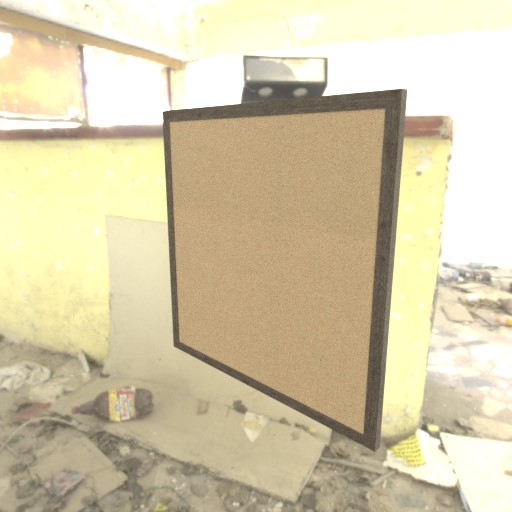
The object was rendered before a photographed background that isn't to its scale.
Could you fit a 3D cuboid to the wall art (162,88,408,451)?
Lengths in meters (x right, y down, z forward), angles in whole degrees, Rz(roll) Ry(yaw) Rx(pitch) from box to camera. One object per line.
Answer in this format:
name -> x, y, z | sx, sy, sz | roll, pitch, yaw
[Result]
wall art -> 0.000, 0.000, 0.696 | 0.457, 0.457, 0.013 | 13, 19, 43
